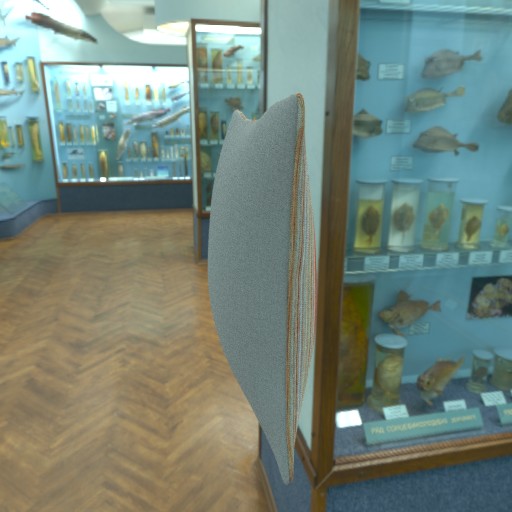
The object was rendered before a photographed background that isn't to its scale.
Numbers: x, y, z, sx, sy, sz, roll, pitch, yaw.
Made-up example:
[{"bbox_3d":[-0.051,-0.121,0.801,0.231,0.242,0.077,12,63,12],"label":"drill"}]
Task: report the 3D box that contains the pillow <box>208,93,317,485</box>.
[{"bbox_3d":[0.000,0.000,0.642,0.136,0.419,0.437,-3,16,-10],"label":"pillow"}]
